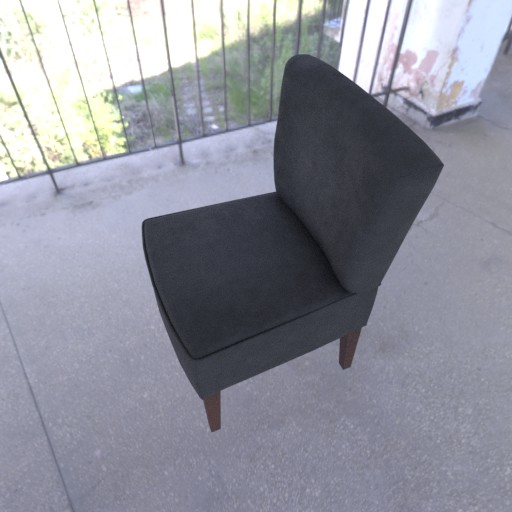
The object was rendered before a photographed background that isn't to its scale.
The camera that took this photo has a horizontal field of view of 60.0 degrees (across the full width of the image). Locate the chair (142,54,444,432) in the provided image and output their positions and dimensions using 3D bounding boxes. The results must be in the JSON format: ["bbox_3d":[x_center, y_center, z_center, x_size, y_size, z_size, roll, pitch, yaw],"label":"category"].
[{"bbox_3d":[0.000,0.000,1.171,0.554,0.806,0.521,-17,49,-15],"label":"chair"}]
